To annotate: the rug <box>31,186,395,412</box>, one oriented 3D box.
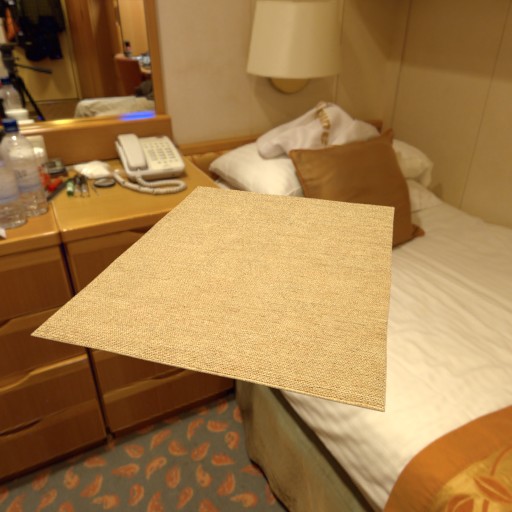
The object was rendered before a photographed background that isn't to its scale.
[{"bbox_3d":[0.000,0.000,4.073,2.406,0.012,3.034,8,31,14],"label":"rug"}]
